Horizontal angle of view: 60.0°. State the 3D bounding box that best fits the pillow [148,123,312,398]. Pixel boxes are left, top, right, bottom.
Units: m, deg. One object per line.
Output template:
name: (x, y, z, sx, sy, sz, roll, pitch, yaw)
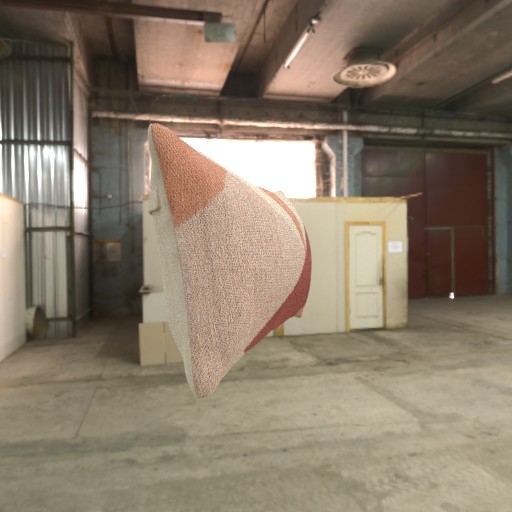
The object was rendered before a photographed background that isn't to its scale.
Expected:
pillow: (0.000, 0.000, 0.729, 0.155, 0.292, 0.609, 0, 1, 16)
